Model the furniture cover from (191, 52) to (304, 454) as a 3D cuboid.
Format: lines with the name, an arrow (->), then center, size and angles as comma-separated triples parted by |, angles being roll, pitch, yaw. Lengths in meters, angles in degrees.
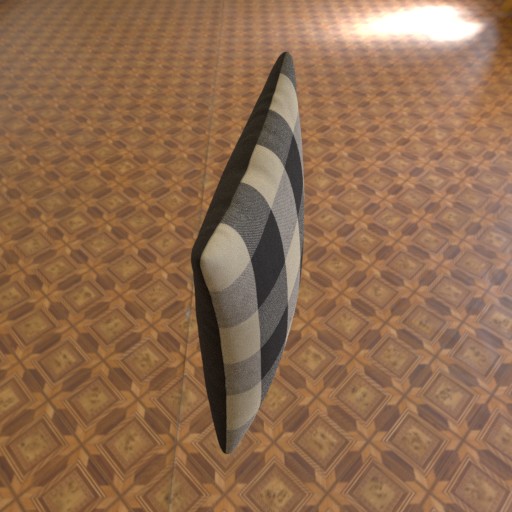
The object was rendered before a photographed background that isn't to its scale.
furniture cover -> 0.000, 0.000, 0.778 | 0.161, 0.509, 0.511 | 9, 47, 8
